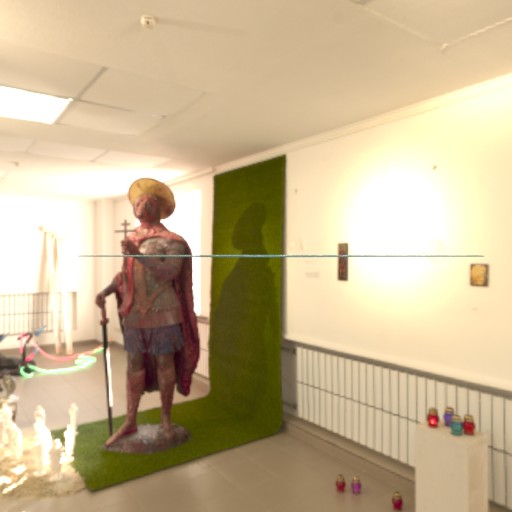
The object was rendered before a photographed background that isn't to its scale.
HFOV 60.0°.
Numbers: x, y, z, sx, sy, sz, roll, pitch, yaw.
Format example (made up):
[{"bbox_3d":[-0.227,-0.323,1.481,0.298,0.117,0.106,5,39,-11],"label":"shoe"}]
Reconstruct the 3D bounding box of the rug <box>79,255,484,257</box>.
[{"bbox_3d":[0.000,0.000,4.056,2.363,0.012,2.980,0,0,-36],"label":"rug"}]
